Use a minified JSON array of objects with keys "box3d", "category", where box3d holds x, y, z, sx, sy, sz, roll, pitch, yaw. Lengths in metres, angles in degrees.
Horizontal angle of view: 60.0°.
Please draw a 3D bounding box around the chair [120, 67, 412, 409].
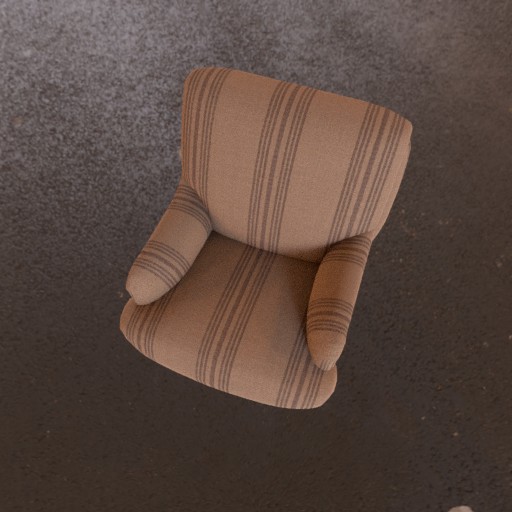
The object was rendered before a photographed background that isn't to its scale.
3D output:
[{"box3d":[0.000,0.000,1.618,0.813,0.940,0.914,18,62,10],"category":"chair"}]
